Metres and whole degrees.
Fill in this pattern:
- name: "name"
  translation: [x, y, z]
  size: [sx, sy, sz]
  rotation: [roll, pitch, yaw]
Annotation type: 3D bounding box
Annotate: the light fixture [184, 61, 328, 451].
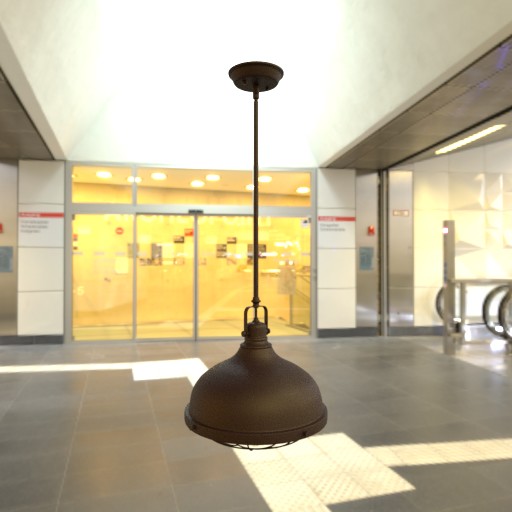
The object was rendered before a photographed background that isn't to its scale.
- name: "light fixture"
  translation: [0.000, 0.000, 1.025]
  size: [0.341, 0.849, 0.341]
  rotation: [1, -1, -37]
